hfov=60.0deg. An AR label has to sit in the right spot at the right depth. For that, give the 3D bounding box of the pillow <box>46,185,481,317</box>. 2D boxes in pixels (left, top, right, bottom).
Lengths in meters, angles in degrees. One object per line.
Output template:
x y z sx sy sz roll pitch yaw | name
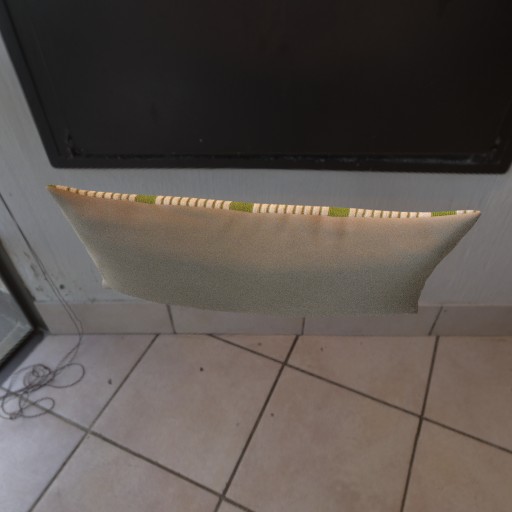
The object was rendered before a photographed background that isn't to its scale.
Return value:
0.000 0.000 0.735 0.608 0.292 0.156 4 46 4 | pillow
